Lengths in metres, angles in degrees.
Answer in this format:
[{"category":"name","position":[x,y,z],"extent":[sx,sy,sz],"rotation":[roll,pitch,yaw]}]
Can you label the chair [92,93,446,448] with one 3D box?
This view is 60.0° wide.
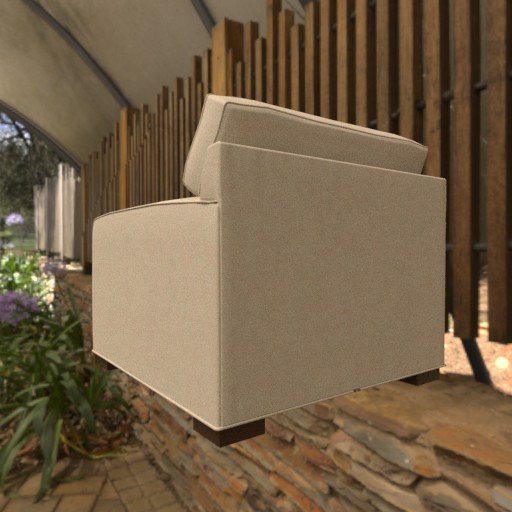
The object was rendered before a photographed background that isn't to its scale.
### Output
[{"category":"chair","position":[0.000,0.000,1.763],"extent":[0.998,0.913,1.043],"rotation":[-1,1,-36]}]
